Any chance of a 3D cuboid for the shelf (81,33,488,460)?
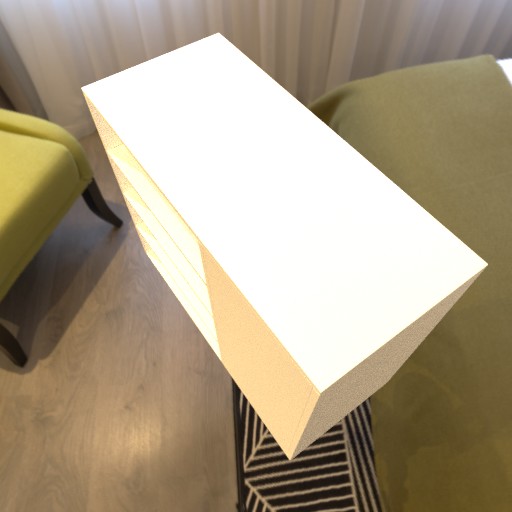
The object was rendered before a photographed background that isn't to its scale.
[{"bbox_3d":[0.000,0.000,1.246,0.396,0.732,0.895,-31,63,-18],"label":"shelf"}]
